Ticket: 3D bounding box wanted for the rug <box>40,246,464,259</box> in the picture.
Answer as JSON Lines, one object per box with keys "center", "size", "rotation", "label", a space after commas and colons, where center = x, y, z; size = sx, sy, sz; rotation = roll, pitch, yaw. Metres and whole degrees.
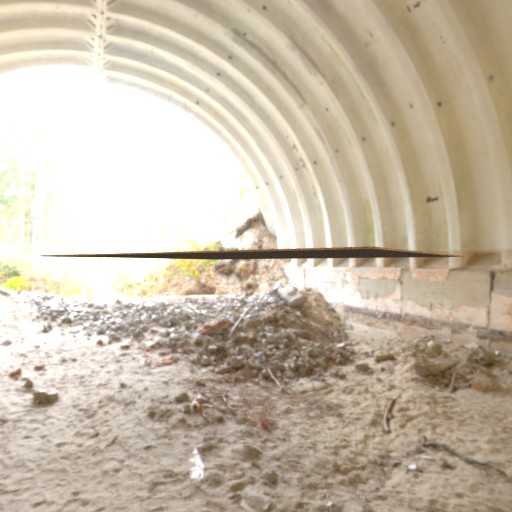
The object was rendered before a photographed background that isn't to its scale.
{"center": [0.000, 0.000, 4.195], "size": [3.200, 0.012, 2.438], "rotation": [-1, -2, 35], "label": "rug"}
